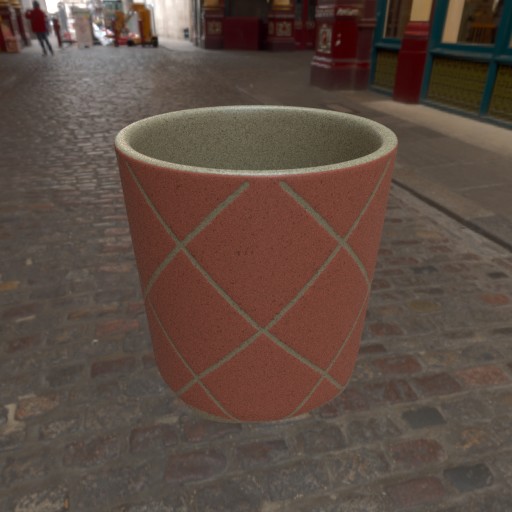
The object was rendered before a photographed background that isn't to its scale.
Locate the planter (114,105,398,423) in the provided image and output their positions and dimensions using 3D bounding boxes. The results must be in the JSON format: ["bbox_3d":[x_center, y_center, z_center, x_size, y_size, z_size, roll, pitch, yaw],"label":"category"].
[{"bbox_3d":[0.000,0.000,0.356,0.191,0.200,0.191,0,29,0],"label":"planter"}]
